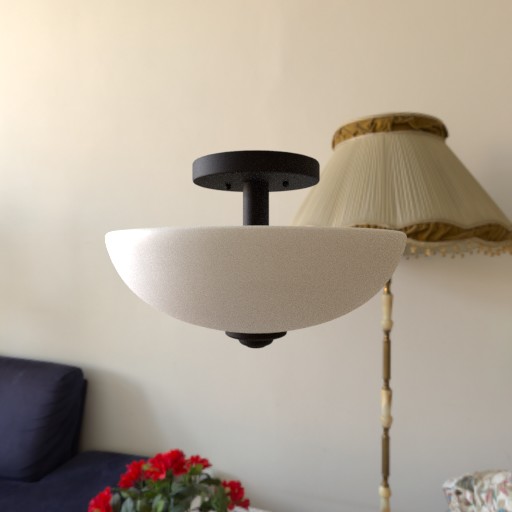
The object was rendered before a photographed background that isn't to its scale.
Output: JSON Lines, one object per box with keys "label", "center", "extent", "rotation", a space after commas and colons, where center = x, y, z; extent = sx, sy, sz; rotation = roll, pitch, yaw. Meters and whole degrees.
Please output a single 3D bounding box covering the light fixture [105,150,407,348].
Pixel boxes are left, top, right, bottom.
{"label": "light fixture", "center": [0.000, 0.000, 0.514], "extent": [0.331, 0.212, 0.331], "rotation": [0, 0, 0]}
